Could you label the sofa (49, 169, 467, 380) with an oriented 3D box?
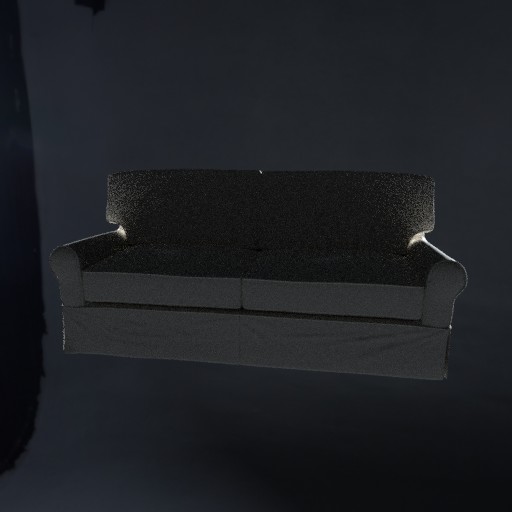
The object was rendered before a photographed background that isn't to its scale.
[{"bbox_3d":[0.000,0.000,2.493,2.021,0.937,0.862,2,14,9],"label":"sofa"}]
